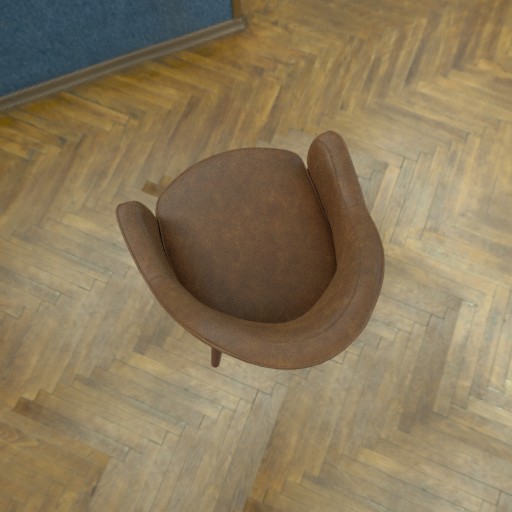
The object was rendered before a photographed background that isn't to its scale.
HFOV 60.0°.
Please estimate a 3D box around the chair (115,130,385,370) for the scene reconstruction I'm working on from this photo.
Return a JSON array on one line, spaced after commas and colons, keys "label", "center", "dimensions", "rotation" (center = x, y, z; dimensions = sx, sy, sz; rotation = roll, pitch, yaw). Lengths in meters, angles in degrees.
[{"label": "chair", "center": [0.000, 0.000, 1.201], "dimensions": [0.591, 0.777, 0.640], "rotation": [-20, 75, -6]}]
